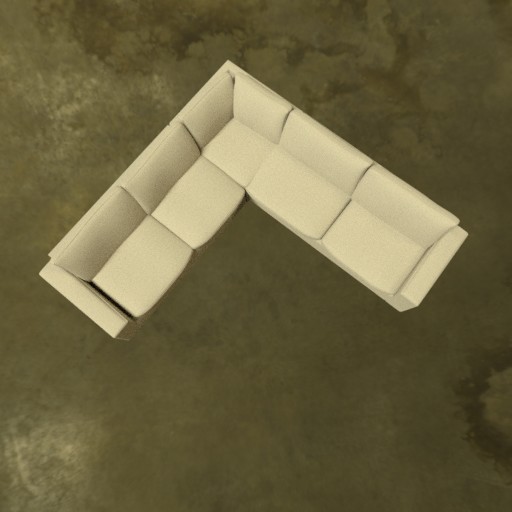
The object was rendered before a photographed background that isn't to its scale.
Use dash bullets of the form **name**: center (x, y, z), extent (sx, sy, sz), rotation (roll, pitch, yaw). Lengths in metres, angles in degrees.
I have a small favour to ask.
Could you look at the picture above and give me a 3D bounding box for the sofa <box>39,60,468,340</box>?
- **sofa**: center (0.000, 0.000, 4.632), extent (3.206, 0.918, 3.066), rotation (37, 79, 8)
